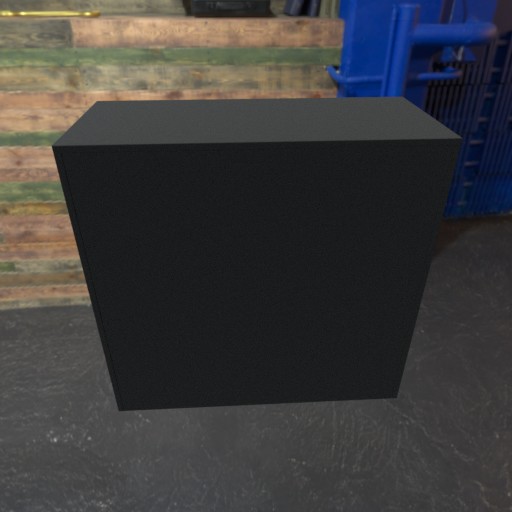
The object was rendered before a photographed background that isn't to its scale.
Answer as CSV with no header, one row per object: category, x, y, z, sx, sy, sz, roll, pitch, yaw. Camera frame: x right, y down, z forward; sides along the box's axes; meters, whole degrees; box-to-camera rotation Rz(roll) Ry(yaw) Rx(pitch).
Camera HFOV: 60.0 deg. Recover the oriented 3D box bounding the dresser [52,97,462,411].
dresser,0.000,0.000,1.151,0.750,0.720,0.360,-2,32,-3
